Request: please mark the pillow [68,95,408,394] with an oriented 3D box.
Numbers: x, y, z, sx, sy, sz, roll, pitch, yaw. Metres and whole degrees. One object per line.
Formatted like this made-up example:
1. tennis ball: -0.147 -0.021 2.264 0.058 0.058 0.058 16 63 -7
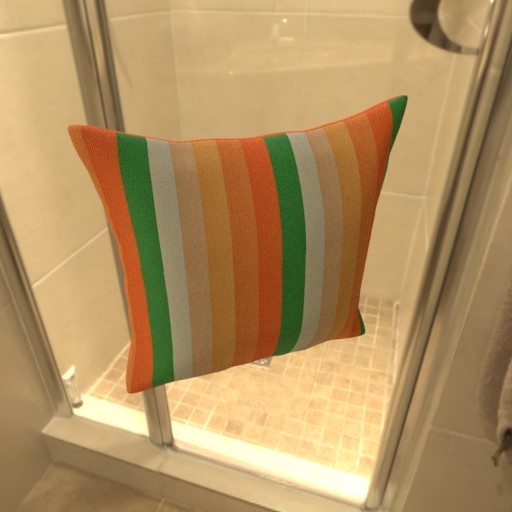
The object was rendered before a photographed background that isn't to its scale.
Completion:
1. pillow: 0.000 0.000 0.681 0.453 0.444 0.169 -10 34 -16
